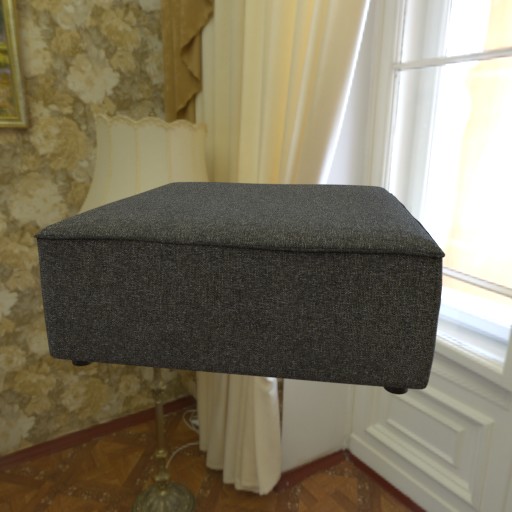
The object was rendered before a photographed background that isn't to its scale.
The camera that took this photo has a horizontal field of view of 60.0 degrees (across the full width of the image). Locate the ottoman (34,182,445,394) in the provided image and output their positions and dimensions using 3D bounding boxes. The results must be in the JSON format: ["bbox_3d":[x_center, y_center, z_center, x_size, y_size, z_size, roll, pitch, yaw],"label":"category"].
[{"bbox_3d":[0.000,0.000,1.558,1.021,0.423,1.017,3,16,9],"label":"ottoman"}]
